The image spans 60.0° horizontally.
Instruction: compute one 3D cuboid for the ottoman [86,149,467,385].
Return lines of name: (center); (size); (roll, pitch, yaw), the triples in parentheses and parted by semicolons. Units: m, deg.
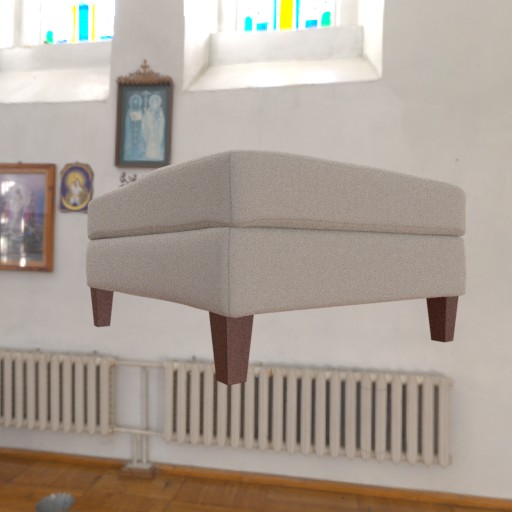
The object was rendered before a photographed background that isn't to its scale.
ottoman: (0.000, 0.000, 1.425); (0.836, 0.492, 0.976); (0, 0, -36)
